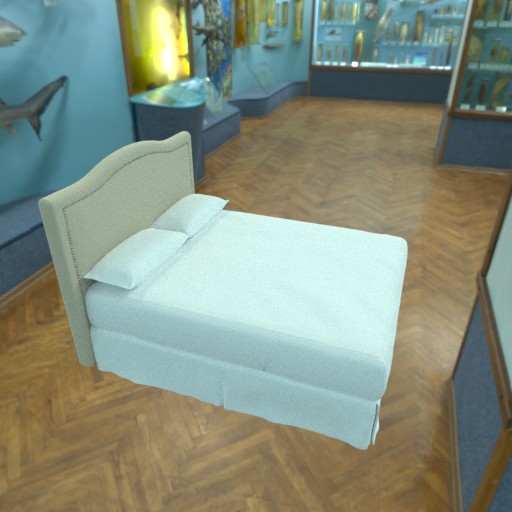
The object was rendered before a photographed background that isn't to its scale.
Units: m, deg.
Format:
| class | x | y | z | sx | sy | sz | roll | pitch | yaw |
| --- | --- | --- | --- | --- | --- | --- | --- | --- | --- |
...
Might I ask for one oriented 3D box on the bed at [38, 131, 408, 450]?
| class | x | y | z | sx | sy | sz | roll | pitch | yaw |
| --- | --- | --- | --- | --- | --- | --- | --- | --- | --- |
| bed | 0.000 | 0.000 | 3.314 | 2.143 | 1.460 | 1.753 | 10 | 31 | 18 |
